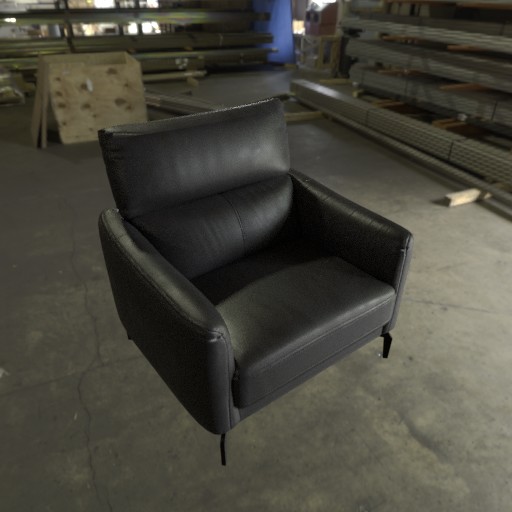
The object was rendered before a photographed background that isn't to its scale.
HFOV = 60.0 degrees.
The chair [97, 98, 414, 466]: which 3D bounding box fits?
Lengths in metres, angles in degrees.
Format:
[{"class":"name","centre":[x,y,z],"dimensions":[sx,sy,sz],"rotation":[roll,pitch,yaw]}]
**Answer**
[{"class":"chair","centre":[0.000,0.000,1.688],"dimensions":[0.976,0.949,0.809],"rotation":[-21,37,-31]}]
